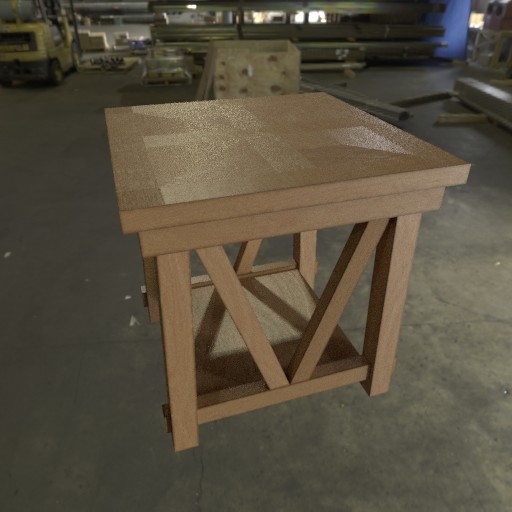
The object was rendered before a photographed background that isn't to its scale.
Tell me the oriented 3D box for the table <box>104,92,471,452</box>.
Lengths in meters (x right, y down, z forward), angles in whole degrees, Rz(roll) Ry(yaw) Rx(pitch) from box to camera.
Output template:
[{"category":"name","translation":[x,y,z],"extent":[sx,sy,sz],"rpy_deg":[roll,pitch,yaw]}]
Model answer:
[{"category":"table","translation":[0.000,0.000,1.128],"extent":[0.612,0.638,0.610],"rpy_deg":[-10,34,-15]}]
